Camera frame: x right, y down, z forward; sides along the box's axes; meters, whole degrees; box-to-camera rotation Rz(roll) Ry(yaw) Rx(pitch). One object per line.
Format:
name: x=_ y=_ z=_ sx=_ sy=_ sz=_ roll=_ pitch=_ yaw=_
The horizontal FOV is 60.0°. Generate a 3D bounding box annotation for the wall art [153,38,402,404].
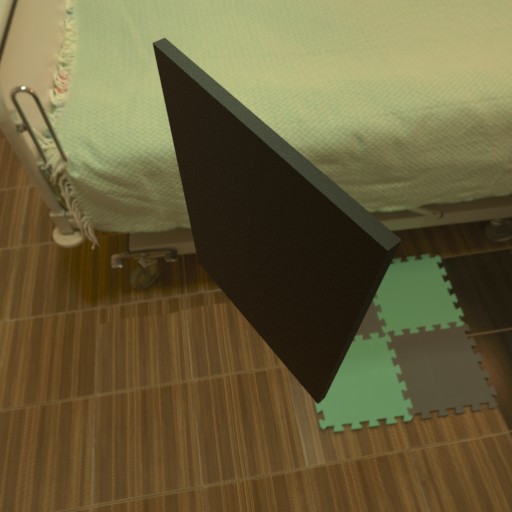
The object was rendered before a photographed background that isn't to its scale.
wall art: x=0.000 y=0.000 z=1.412 sx=0.038 sy=1.062 sz=0.806 roll=-34 pitch=63 yaw=-19
